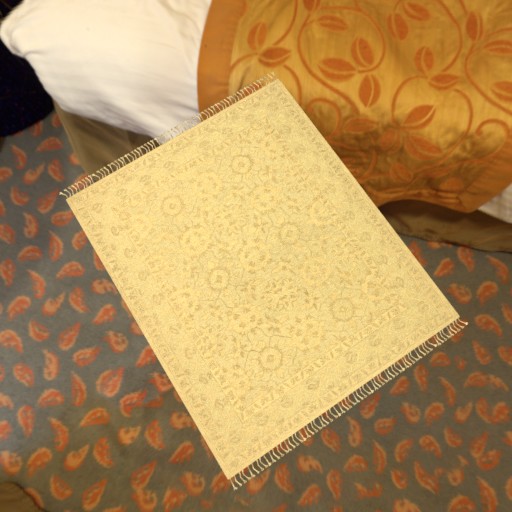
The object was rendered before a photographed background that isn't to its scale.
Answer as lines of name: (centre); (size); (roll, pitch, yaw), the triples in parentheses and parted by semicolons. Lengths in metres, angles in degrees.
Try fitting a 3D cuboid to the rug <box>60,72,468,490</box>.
rug: (0.000, 0.000, 3.996); (2.444, 0.013, 3.043); (-32, 78, -8)
